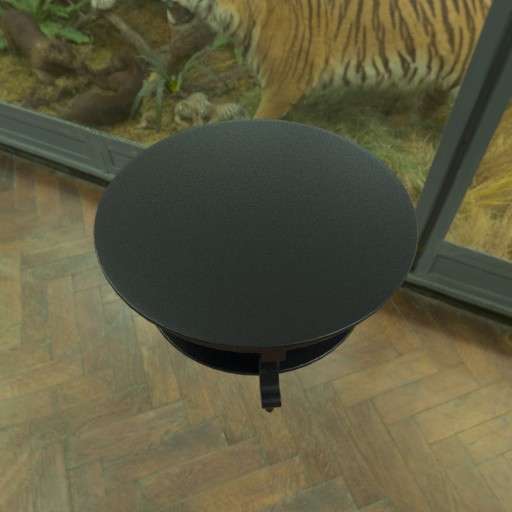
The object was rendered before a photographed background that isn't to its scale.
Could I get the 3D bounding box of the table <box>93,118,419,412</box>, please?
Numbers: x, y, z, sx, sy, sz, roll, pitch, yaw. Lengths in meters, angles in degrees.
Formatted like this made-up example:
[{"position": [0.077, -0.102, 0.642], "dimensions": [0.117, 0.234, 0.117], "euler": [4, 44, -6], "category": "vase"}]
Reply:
[{"position": [0.000, 0.000, 1.617], "dimensions": [1.029, 0.491, 1.029], "euler": [0, 49, 0], "category": "table"}]
